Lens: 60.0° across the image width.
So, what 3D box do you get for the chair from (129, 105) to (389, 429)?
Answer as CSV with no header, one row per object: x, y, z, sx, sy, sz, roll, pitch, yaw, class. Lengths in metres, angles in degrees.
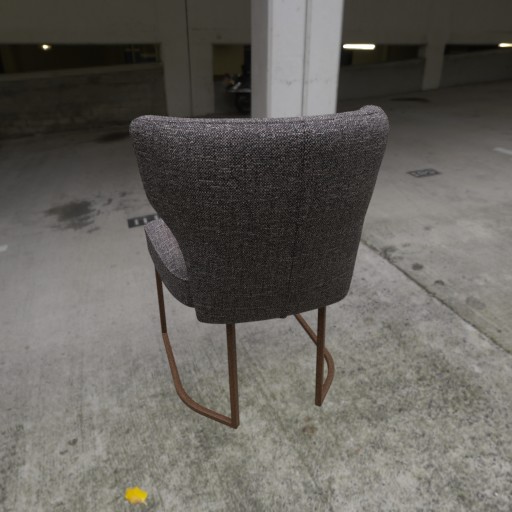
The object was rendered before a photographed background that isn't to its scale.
0.000,0.000,1.243,0.611,0.824,0.617,-8,27,-17,chair
